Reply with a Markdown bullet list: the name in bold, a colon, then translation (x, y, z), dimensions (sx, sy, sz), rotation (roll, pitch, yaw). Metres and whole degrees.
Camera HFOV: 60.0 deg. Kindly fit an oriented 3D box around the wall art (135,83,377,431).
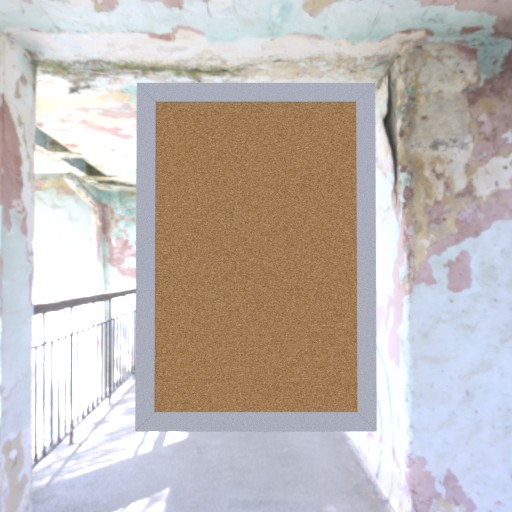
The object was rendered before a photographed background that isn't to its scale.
- **wall art**: translation (0.000, 0.000, 0.843), dimensions (0.454, 0.659, 0.011), rotation (0, -1, 0)
